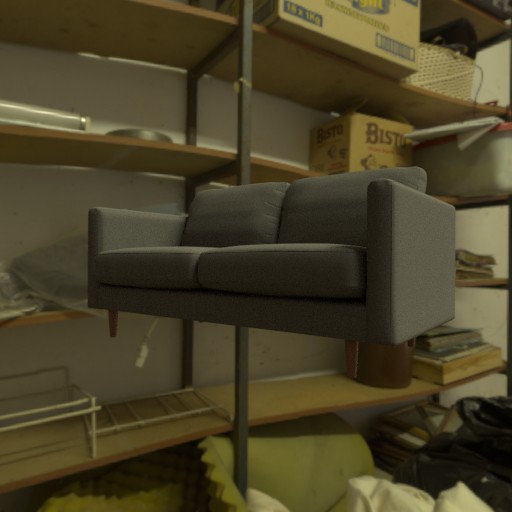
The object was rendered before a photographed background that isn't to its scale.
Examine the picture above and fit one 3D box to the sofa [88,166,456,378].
[{"bbox_3d":[0.000,0.000,2.260,1.713,0.866,0.940,0,0,36],"label":"sofa"}]
